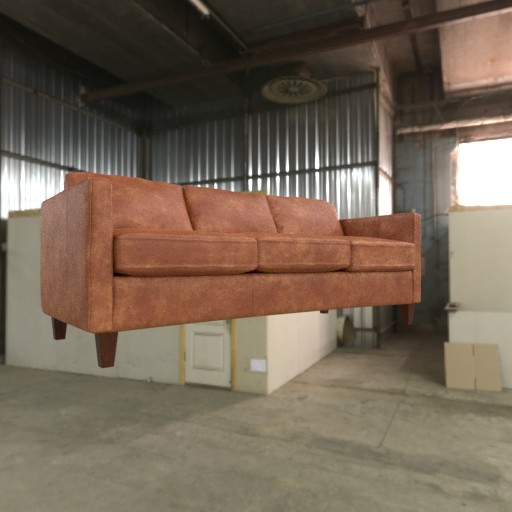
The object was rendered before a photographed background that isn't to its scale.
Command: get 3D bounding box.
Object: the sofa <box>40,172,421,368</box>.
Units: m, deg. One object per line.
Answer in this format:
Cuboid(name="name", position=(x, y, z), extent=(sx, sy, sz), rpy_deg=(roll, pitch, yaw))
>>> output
Cuboid(name="sofa", position=(0.000, 0.000, 2.959), extent=(2.464, 1.006, 1.045), rpy_deg=(1, -1, -37))
